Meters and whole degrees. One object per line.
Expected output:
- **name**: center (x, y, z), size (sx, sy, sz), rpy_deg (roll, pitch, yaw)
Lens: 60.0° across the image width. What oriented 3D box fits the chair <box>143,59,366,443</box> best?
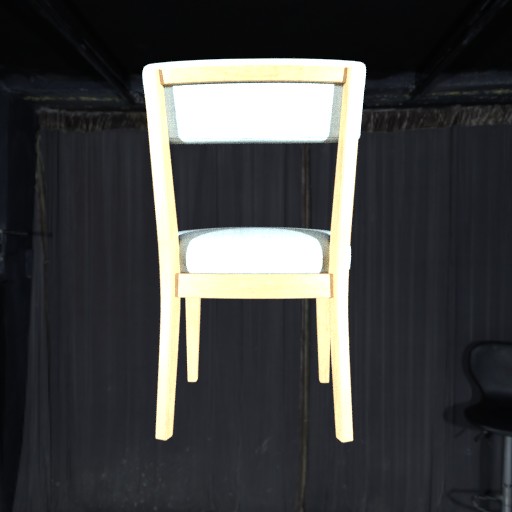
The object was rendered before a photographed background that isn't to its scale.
- **chair**: center (0.000, 0.000, 1.177), size (0.508, 0.832, 0.572), rpy_deg (0, 0, 2)
